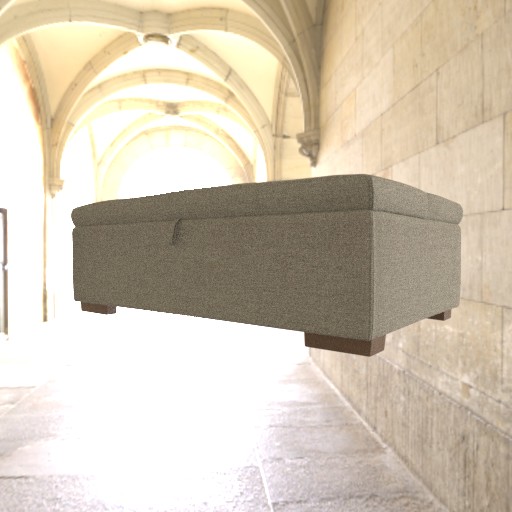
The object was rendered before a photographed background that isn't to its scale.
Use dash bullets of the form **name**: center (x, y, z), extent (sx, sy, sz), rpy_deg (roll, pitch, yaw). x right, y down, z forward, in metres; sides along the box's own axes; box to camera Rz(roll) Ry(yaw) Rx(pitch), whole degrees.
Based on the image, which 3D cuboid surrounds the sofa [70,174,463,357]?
- **sofa**: center (0.000, 0.000, 1.636), extent (1.250, 0.434, 0.817), rpy_deg (1, 1, 38)
